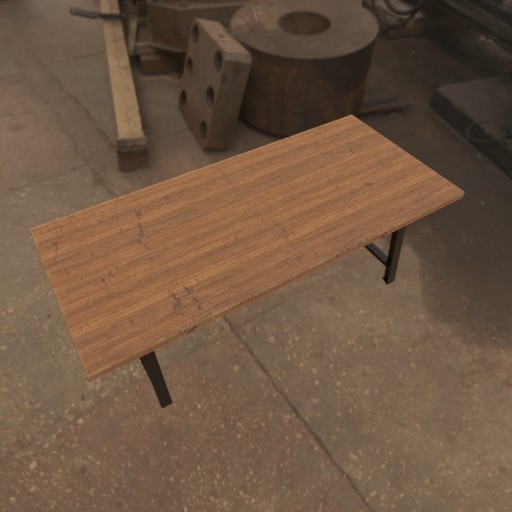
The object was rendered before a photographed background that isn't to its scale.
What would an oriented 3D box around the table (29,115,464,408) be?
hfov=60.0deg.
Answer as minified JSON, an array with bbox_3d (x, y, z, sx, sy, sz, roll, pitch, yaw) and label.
[{"bbox_3d":[0.000,0.000,2.716,2.200,0.757,1.000,-24,52,-21],"label":"table"}]
